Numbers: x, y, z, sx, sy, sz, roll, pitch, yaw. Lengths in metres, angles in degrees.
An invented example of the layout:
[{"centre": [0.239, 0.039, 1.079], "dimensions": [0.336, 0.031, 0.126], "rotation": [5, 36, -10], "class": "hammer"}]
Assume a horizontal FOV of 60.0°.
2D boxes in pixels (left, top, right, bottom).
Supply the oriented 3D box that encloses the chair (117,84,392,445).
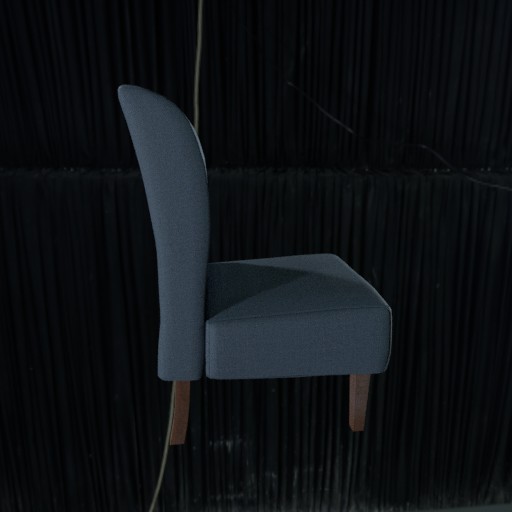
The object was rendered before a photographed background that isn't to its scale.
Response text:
[{"centre": [0.000, 0.000, 1.180], "dimensions": [0.592, 0.804, 0.513], "rotation": [-2, 15, -8], "class": "chair"}]
